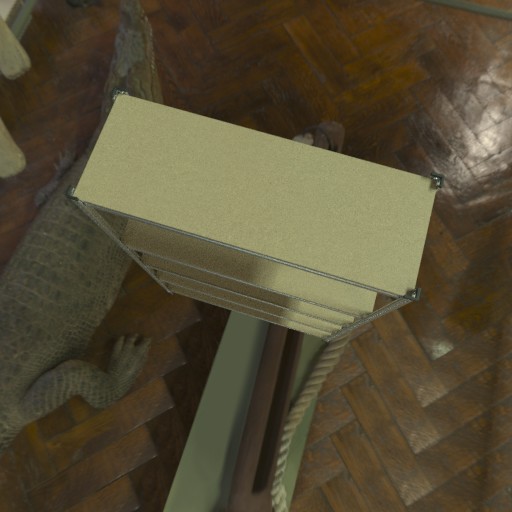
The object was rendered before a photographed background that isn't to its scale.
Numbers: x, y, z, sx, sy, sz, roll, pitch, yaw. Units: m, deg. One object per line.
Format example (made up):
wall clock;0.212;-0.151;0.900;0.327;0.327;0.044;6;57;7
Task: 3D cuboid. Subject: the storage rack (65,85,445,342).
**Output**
storage rack;0.000;0.000;2.391;1.219;1.829;0.457;17;75;4
